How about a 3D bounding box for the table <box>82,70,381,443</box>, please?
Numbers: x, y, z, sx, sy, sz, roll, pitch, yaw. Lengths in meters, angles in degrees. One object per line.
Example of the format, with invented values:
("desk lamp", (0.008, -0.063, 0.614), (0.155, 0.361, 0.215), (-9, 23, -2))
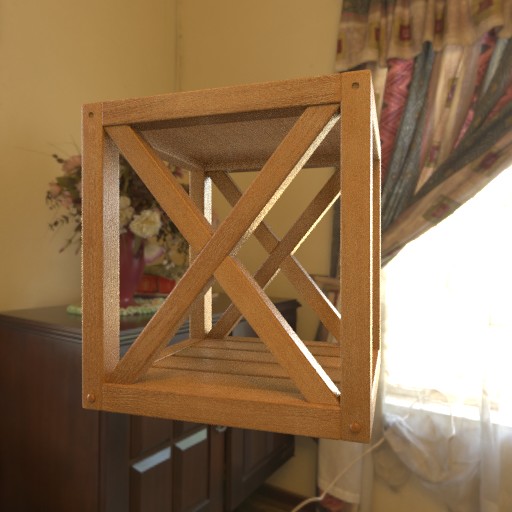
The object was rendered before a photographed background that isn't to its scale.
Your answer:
("table", (0.000, 0.000, 1.060), (0.559, 0.610, 0.558), (0, 0, 17))
